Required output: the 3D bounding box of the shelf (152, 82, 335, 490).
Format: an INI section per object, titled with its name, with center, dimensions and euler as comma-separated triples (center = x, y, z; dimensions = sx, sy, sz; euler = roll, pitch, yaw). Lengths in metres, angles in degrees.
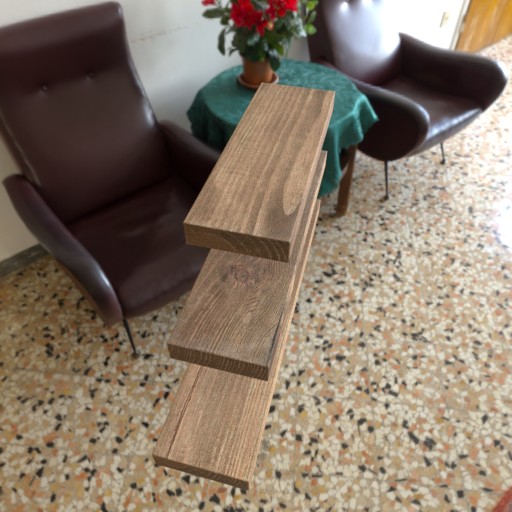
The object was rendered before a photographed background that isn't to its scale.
[shelf]
center = 0.000, 0.000, 0.727
dimensions = 0.140, 0.293, 0.610
euler = 11, 47, 10
